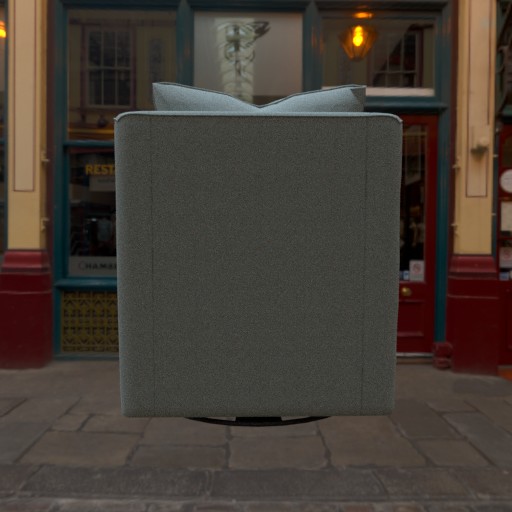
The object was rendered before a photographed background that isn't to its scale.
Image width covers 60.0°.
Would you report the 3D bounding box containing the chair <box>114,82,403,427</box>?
[{"bbox_3d":[0.000,0.000,1.542,0.760,0.926,0.870,0,0,-1],"label":"chair"}]
